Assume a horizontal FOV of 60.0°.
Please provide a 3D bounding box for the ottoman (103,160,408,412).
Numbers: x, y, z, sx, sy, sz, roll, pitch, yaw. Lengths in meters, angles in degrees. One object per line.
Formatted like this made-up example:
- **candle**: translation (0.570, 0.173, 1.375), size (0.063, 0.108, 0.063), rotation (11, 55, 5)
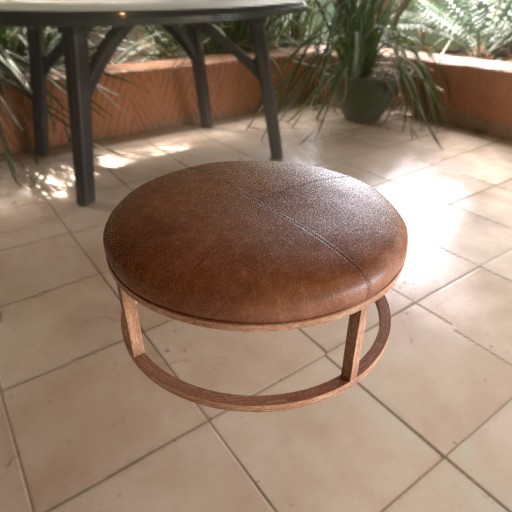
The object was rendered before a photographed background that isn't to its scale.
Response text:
- **ottoman**: translation (0.000, 0.000, 1.586), size (1.006, 0.445, 1.006), rotation (0, 32, 0)
